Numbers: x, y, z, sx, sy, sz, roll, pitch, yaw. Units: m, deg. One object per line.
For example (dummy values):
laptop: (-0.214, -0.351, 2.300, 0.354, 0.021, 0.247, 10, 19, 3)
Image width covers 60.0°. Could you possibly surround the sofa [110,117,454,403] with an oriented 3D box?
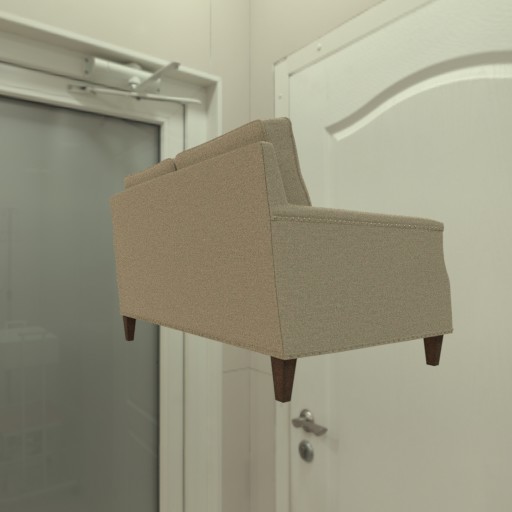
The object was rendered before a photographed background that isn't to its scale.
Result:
sofa: (0.000, 0.000, 2.326, 1.084, 1.003, 1.597, 1, -1, -36)
